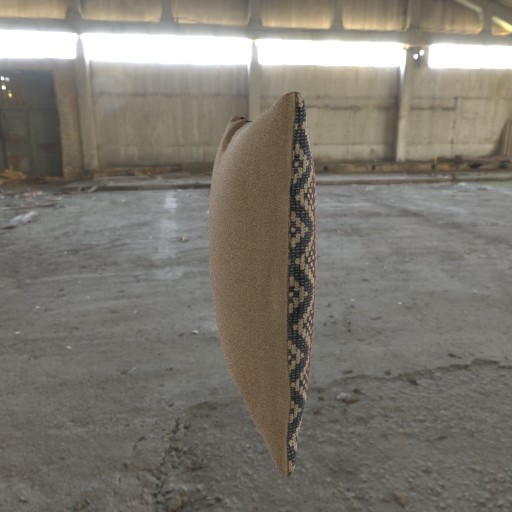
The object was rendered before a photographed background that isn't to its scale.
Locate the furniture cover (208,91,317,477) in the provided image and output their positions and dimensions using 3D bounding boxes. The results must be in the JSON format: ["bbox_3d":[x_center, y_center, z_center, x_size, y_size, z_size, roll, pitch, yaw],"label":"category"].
[{"bbox_3d":[0.000,0.000,0.673,0.139,0.431,0.431,-3,15,-10],"label":"furniture cover"}]
